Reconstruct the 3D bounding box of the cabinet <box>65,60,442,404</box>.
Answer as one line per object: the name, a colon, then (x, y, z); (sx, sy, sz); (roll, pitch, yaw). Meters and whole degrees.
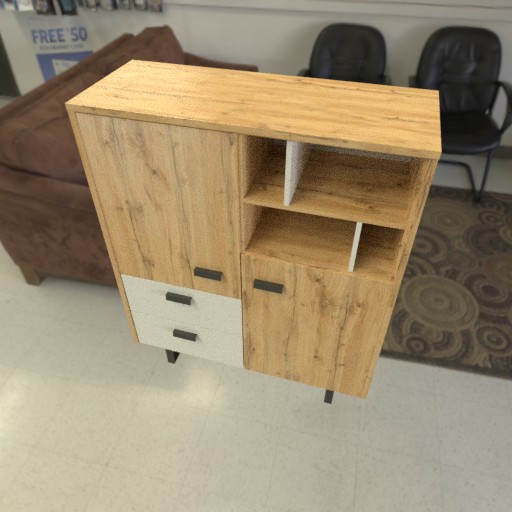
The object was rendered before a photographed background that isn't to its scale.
cabinet: (0.000, 0.000, 1.933); (1.168, 1.397, 0.473); (11, 42, 12)
